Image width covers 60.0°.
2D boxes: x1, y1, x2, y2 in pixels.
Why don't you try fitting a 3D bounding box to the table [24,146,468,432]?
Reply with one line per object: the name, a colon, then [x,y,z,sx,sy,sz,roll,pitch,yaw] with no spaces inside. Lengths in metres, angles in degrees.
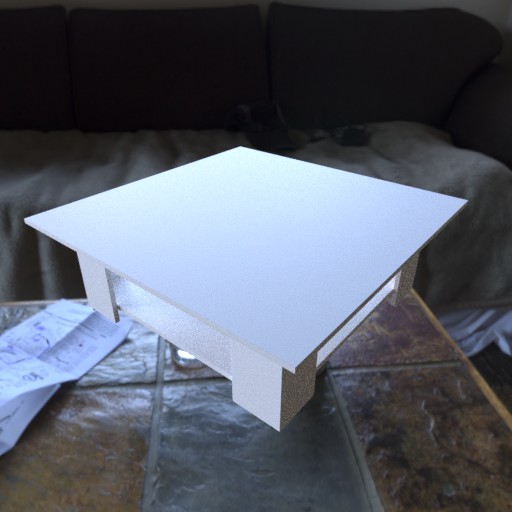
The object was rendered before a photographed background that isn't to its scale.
table: [0.000,0.000,1.326,0.890,0.305,0.890,22,36,33]
